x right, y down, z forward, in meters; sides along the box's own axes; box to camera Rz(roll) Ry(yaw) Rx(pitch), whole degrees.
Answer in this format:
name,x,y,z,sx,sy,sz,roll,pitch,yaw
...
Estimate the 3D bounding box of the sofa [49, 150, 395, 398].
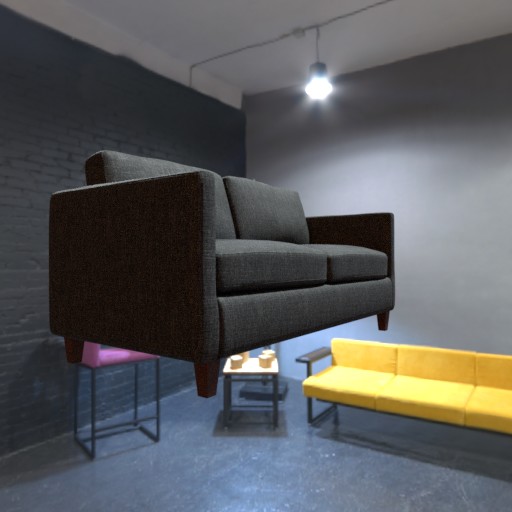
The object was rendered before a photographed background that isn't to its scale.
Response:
name,x,y,z,sx,sy,sz,roll,pitch,yaw
sofa,0.000,0.000,2.437,0.950,0.963,1.884,0,0,36
